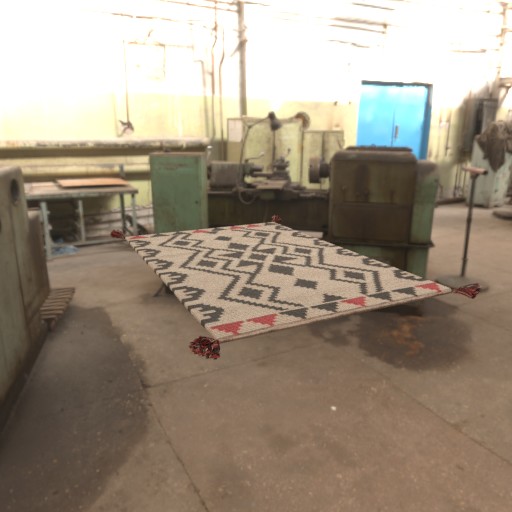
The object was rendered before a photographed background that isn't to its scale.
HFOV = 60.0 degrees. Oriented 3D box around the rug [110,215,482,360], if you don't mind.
[{"bbox_3d":[0.000,0.000,2.672,1.444,0.067,2.069,-8,18,-25],"label":"rug"}]
